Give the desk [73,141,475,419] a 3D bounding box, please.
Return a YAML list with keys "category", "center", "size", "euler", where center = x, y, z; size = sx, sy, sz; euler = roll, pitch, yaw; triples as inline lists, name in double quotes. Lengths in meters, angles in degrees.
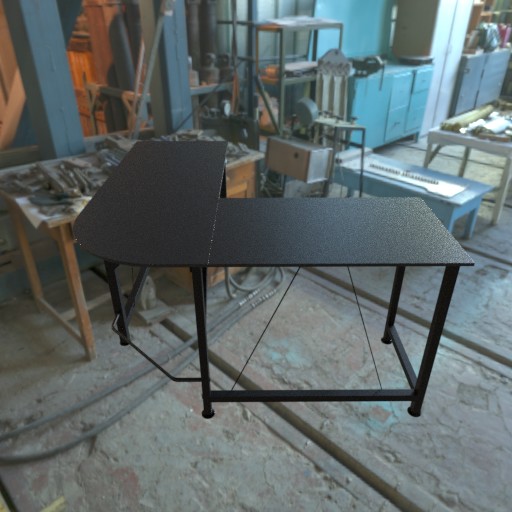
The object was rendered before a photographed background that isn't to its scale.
- category: "desk"
  center: [0.000, 0.000, 2.219]
  size: [1.400, 0.762, 1.400]
  euler: [0, 30, 0]
